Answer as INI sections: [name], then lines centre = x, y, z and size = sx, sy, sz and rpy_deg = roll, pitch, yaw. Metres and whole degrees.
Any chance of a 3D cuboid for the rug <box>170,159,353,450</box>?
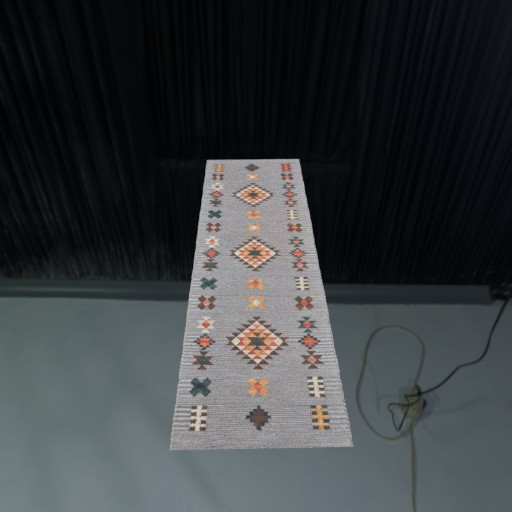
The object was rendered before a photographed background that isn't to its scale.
[rug]
centre = 0.000, 0.000, 2.754
size = 0.766, 0.008, 2.432
rpy_deg = -1, 41, -1
